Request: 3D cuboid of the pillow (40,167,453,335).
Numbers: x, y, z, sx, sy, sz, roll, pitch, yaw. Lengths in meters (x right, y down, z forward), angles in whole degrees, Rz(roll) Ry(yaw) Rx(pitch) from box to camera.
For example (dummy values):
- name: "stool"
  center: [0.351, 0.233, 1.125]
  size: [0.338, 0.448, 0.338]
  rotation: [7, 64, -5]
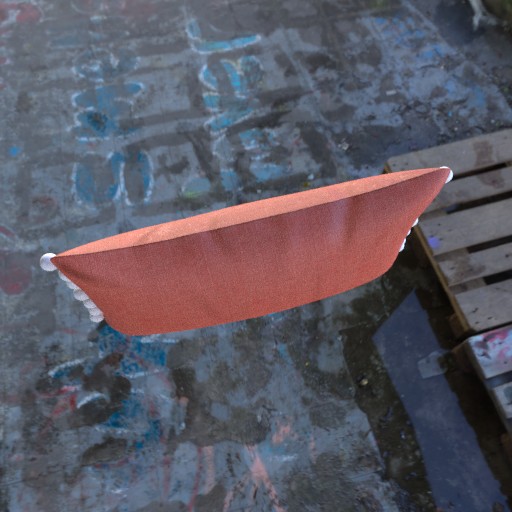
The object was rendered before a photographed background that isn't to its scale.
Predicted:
- name: "pillow"
  center: [0.000, 0.000, 0.835]
  size: [0.709, 0.322, 0.201]
  rotation: [-13, 65, -6]
